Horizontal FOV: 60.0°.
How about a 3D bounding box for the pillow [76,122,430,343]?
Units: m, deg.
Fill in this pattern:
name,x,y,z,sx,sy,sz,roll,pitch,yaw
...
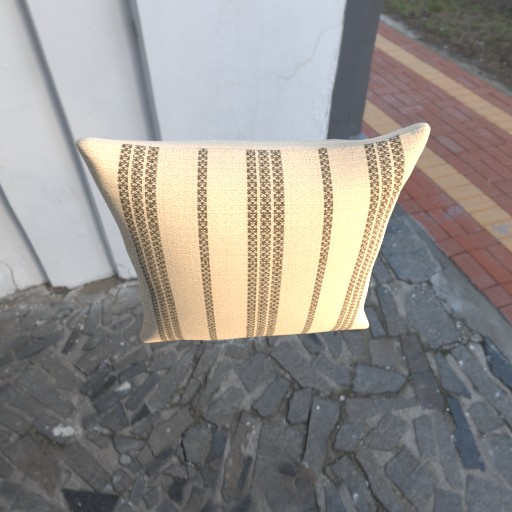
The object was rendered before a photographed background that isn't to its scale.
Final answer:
name,x,y,z,sx,sy,sz,roll,pitch,yaw
pillow,0.000,0.000,0.643,0.405,0.406,0.173,-3,47,-3
